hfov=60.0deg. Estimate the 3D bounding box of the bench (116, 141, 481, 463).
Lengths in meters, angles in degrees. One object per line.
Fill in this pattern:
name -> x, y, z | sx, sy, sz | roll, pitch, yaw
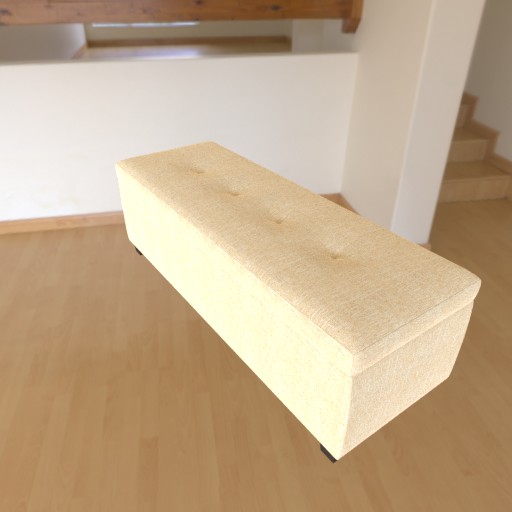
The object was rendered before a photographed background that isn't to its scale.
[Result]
bench -> 0.000, 0.000, 1.423 | 0.432, 0.406, 1.219 | -21, 38, -29
